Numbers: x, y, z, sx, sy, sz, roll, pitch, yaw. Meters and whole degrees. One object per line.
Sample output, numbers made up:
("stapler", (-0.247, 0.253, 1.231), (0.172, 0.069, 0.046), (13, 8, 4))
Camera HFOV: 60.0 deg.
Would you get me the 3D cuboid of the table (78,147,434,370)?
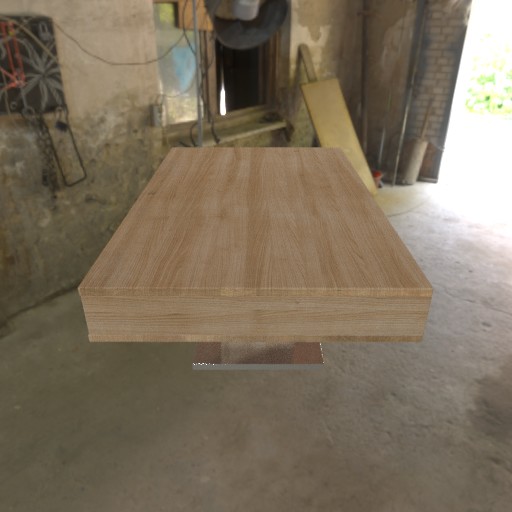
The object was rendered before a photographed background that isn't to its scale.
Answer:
("table", (0.000, 0.000, 1.458), (0.700, 0.440, 1.100), (0, 28, 0))
